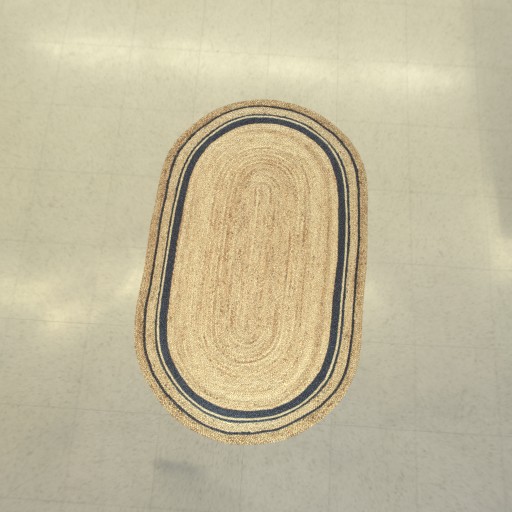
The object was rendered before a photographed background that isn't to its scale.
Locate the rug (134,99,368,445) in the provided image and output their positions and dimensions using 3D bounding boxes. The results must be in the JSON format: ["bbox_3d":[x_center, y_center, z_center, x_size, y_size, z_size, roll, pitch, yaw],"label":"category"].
[{"bbox_3d":[0.000,0.000,3.050,1.520,0.006,2.432,6,76,1],"label":"rug"}]
